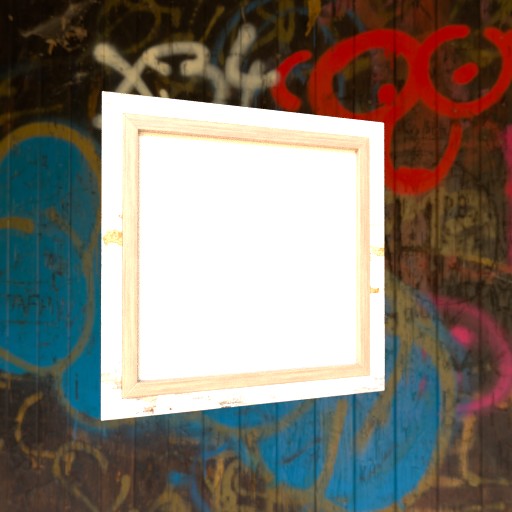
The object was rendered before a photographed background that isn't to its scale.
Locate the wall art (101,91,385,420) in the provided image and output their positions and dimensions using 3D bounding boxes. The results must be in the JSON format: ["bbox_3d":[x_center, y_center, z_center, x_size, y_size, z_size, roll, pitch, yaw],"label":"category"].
[{"bbox_3d":[0.000,0.000,1.545,1.015,1.018,0.040,0,-1,-18],"label":"wall art"}]
